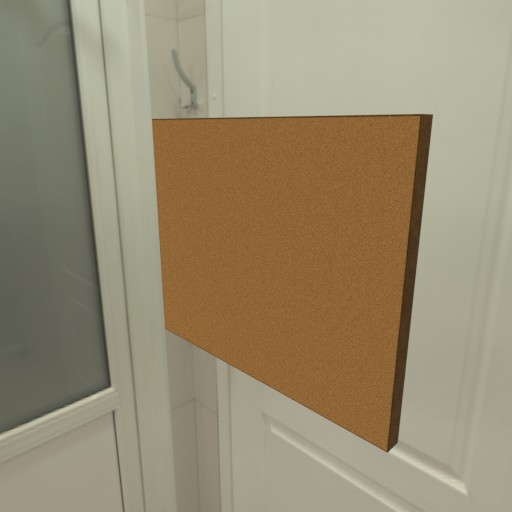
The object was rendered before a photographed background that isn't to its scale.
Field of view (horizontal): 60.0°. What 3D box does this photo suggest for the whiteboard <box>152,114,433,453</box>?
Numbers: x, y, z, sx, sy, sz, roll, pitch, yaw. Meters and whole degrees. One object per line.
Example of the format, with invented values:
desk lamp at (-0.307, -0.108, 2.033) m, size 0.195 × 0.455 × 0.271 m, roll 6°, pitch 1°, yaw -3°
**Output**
whiteboard at (0.000, 0.000, 0.765) m, size 0.029 × 0.457 × 0.561 m, roll -16°, pitch 22°, yaw -42°
